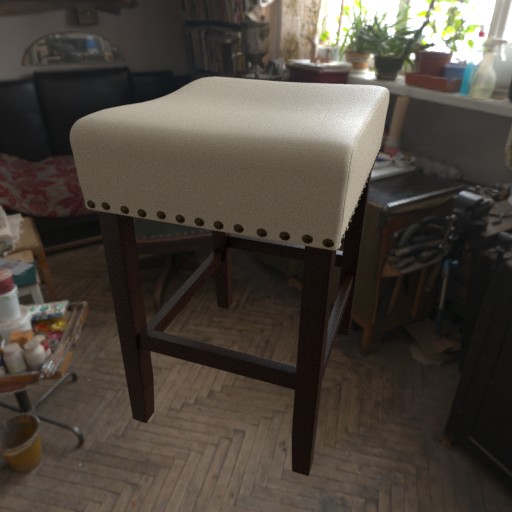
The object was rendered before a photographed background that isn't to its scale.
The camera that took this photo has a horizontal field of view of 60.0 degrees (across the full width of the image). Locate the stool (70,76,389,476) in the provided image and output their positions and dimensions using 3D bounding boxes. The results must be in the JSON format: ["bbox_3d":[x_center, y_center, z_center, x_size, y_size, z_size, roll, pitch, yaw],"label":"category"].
[{"bbox_3d":[0.000,0.000,0.891,0.401,0.609,0.471,10,31,17],"label":"stool"}]
